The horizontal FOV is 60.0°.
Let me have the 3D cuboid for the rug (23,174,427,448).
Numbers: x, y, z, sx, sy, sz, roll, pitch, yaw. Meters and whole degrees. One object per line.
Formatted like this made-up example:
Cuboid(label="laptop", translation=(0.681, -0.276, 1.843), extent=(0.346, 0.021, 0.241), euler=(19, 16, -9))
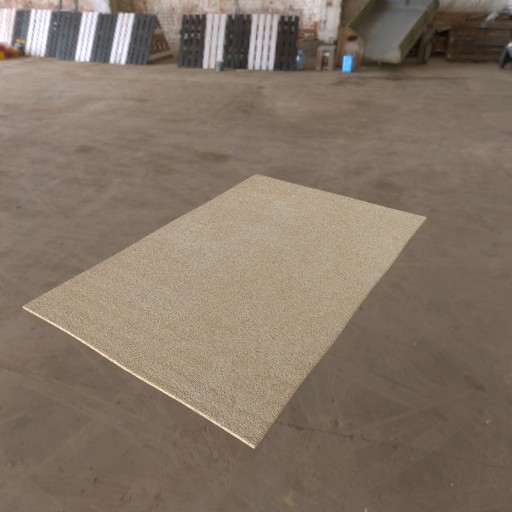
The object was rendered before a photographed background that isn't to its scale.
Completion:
Cuboid(label="rug", translation=(0.000, 0.000, 3.375), extent=(1.800, 0.025, 2.699), euler=(20, 38, 28))
